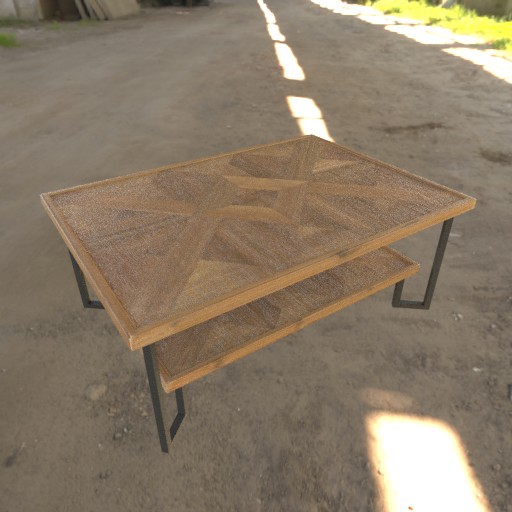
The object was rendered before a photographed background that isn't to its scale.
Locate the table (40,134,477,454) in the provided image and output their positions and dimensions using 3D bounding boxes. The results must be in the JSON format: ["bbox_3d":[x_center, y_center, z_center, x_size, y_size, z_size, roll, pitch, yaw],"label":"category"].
[{"bbox_3d":[0.000,0.000,1.667,1.238,0.492,0.877,-20,38,-28],"label":"table"}]
